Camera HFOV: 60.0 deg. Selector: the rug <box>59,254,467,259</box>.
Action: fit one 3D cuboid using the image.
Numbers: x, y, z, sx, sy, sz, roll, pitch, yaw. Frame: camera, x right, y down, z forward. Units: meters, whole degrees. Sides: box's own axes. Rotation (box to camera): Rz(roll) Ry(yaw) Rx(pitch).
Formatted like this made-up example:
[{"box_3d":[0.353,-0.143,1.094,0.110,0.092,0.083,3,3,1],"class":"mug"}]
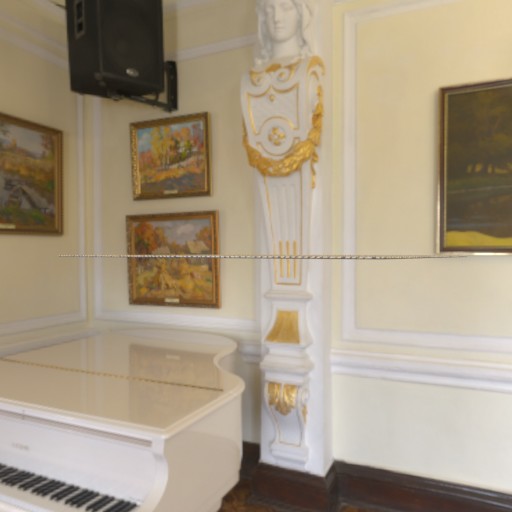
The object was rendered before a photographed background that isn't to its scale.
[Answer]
[{"box_3d":[0.000,0.000,2.244,1.752,0.008,1.144,0,0,37],"class":"rug"}]
